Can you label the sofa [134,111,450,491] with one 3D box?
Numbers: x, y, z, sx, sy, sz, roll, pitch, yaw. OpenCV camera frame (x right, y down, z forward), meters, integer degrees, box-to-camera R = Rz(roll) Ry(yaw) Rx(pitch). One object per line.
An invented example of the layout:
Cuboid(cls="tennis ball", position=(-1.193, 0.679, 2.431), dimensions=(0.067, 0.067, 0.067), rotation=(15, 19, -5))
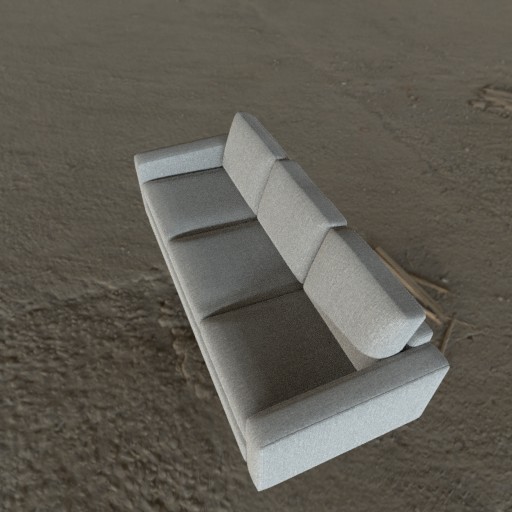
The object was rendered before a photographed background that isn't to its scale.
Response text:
Cuboid(cls="sofa", position=(0.000, 0.000, 2.519), dimensions=(0.900, 0.800, 2.120), rotation=(-17, 48, -16))
